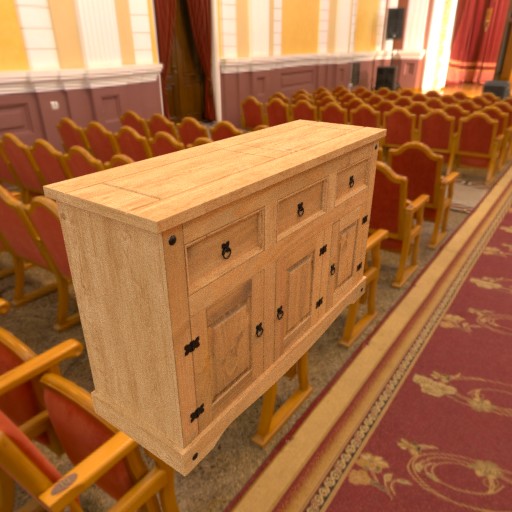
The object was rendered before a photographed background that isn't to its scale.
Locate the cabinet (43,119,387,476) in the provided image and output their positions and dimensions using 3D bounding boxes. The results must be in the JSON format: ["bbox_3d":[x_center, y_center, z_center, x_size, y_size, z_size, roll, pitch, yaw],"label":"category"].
[{"bbox_3d":[0.000,0.000,1.713,0.432,0.810,1.321,18,31,32],"label":"cabinet"}]
